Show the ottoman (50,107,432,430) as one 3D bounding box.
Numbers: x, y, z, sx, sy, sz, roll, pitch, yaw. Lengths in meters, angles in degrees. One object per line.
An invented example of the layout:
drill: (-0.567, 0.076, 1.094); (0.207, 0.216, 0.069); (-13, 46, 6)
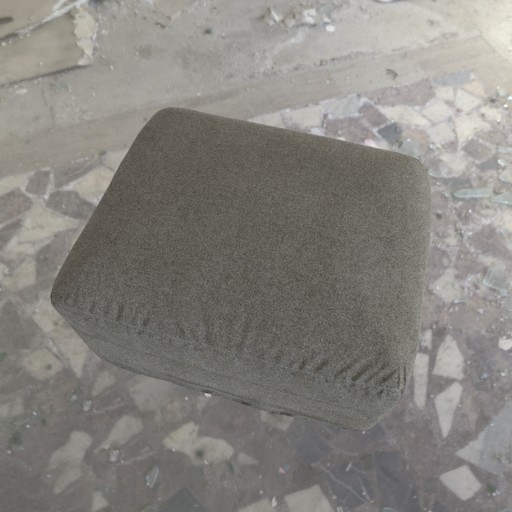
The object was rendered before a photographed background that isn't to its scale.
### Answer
ottoman: (0.000, 0.000, 1.203); (0.837, 0.481, 0.683); (14, 59, 8)
